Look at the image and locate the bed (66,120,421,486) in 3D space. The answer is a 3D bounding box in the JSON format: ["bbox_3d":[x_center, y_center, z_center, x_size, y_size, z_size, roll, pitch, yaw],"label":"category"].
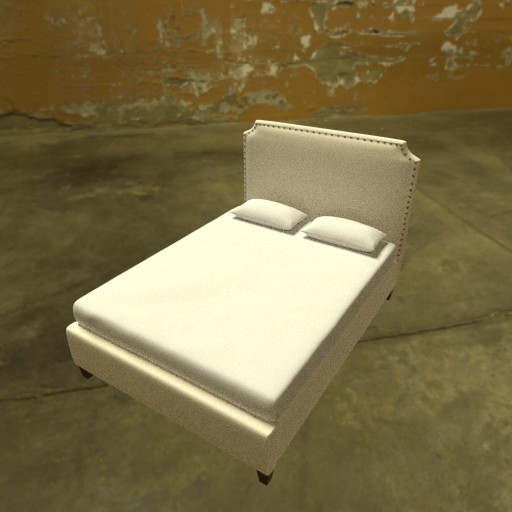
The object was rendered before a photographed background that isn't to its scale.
[{"bbox_3d":[0.000,0.000,3.443,1.712,1.497,2.372,17,34,28],"label":"bed"}]
